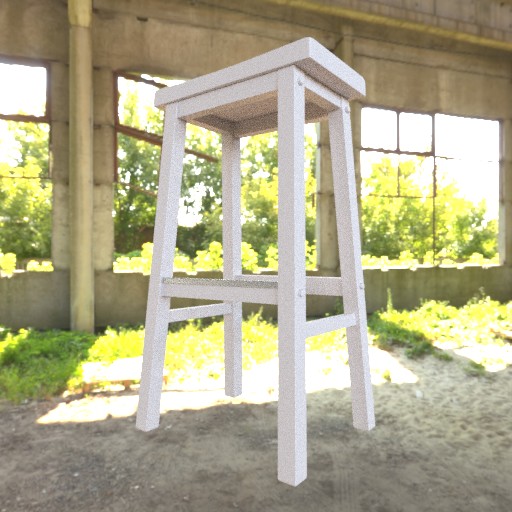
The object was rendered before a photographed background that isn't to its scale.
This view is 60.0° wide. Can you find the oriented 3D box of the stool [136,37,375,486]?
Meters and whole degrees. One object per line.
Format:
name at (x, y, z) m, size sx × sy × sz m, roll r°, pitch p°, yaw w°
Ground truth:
stool at (0.000, 0.000, 0.960) m, size 0.406 × 0.742 × 0.322 m, roll 0°, pitch -1°, yaw 37°
